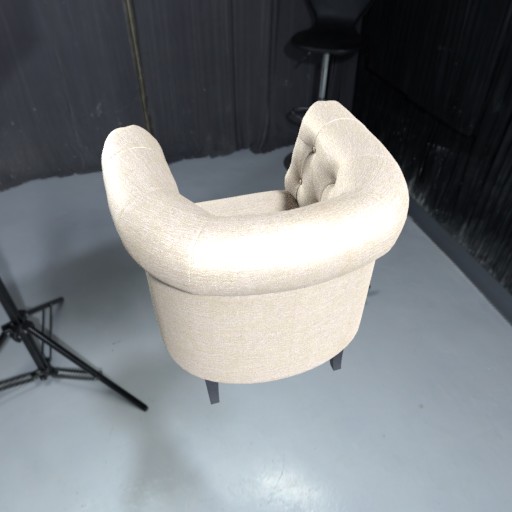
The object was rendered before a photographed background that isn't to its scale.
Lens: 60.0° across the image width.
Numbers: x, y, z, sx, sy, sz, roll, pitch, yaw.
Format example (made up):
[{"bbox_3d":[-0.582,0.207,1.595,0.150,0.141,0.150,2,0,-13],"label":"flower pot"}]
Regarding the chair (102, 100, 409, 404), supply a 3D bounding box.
[{"bbox_3d":[0.000,0.000,1.584,0.905,0.827,0.852,-12,43,-13],"label":"chair"}]
